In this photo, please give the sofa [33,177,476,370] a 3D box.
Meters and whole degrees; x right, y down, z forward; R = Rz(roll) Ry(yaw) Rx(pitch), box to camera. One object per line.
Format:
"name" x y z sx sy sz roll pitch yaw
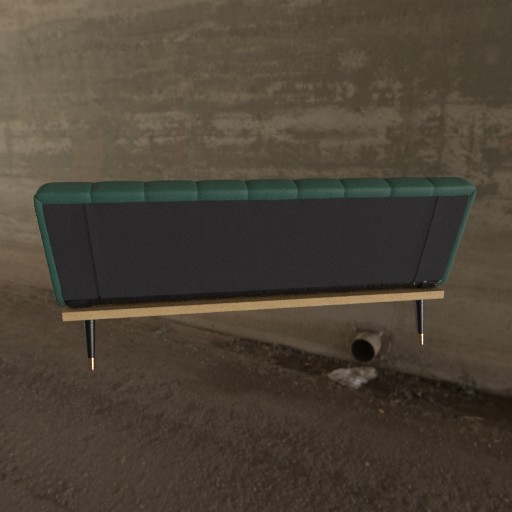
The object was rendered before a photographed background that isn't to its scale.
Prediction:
"sofa" 0.000 0.000 2.250 1.810 0.820 0.830 -2 14 -9
